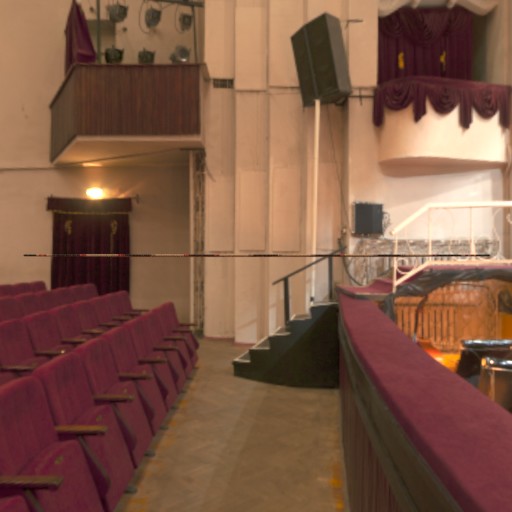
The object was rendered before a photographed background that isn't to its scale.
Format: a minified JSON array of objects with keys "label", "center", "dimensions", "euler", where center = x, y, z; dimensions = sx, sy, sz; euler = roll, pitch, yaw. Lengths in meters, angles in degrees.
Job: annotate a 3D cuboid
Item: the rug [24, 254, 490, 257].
[{"label":"rug","center":[0.000,0.000,2.330],"dimensions":[1.825,0.009,1.221],"euler":[0,0,0]}]
